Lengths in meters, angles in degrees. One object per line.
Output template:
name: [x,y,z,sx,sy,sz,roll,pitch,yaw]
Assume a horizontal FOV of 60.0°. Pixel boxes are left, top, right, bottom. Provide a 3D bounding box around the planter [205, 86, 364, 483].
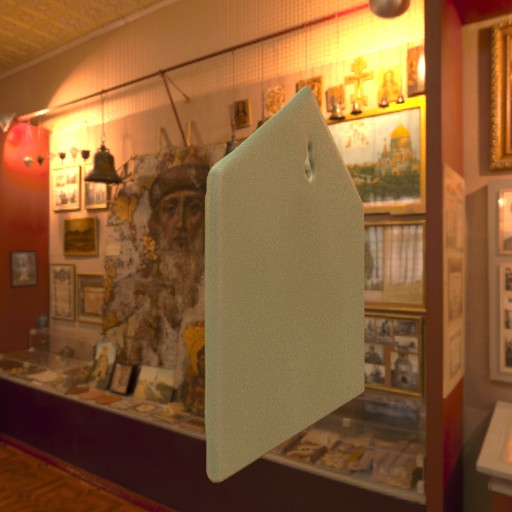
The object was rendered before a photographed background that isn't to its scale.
planter: [0.000,0.000,0.280,0.079,0.197,0.164,0,0,36]
